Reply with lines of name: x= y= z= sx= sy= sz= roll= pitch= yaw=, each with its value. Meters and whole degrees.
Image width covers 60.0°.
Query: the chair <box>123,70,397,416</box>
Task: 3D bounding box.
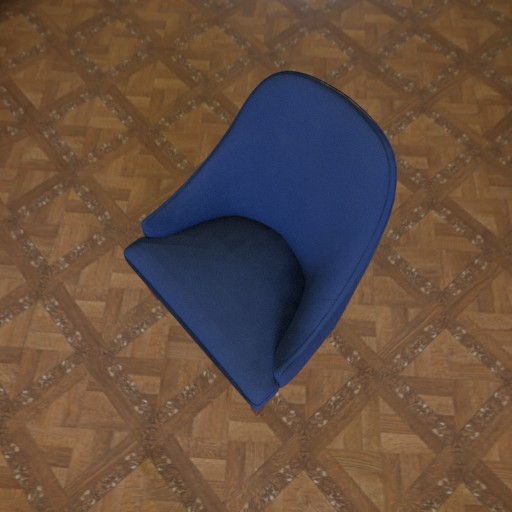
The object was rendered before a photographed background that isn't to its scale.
chair: x=0.000 y=0.000 z=1.314 sx=0.575 sy=0.889 sz=0.643 roll=-39 pitch=70 yaw=-17
